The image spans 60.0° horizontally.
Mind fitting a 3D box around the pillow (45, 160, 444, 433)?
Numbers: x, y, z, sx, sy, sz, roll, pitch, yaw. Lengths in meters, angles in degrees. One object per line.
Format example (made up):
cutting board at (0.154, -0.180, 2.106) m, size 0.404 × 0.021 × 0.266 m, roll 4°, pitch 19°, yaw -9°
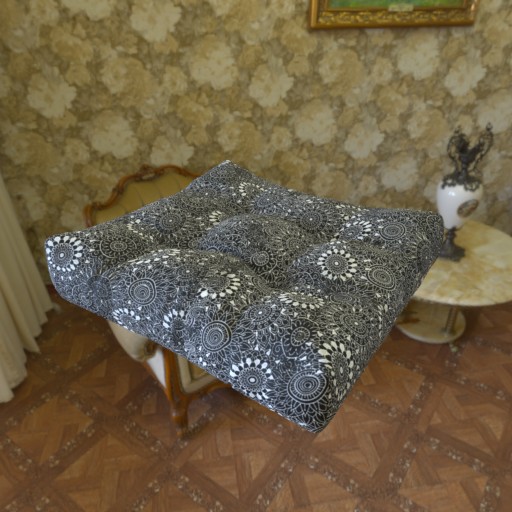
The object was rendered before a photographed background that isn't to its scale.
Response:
pillow at (0.000, 0.000, 0.728) m, size 0.490 × 0.128 × 0.468 m, roll 20°, pitch 36°, yaw 29°
